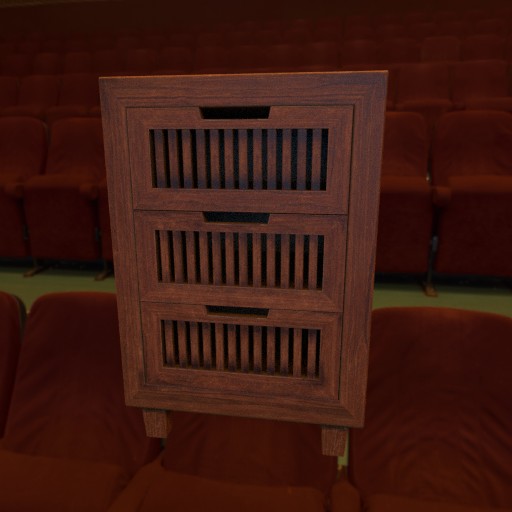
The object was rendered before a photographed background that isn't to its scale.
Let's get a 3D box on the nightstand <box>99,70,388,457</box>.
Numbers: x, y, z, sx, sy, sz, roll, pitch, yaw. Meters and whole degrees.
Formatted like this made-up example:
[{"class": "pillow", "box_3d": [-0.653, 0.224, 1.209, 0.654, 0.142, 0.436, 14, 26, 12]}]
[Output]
[{"class": "nightstand", "box_3d": [0.000, 0.000, 0.978, 0.465, 0.695, 0.410, 2, 15, 9]}]
